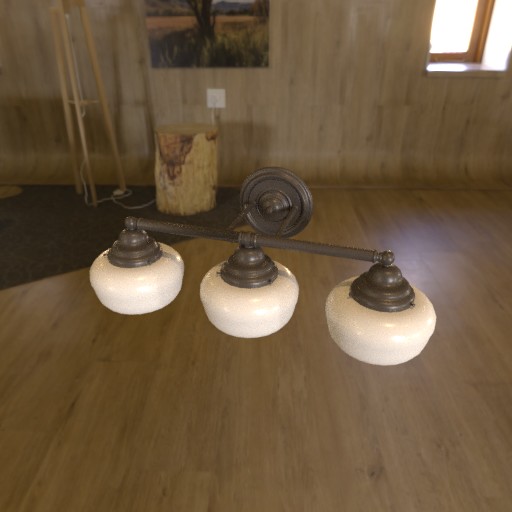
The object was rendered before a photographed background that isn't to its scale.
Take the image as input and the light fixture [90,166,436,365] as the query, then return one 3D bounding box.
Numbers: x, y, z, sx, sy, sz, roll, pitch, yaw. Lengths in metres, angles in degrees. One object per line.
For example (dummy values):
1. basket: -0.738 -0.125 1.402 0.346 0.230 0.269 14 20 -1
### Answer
1. light fixture: 0.000 0.000 0.751 0.587 0.242 0.239 8 29 15
